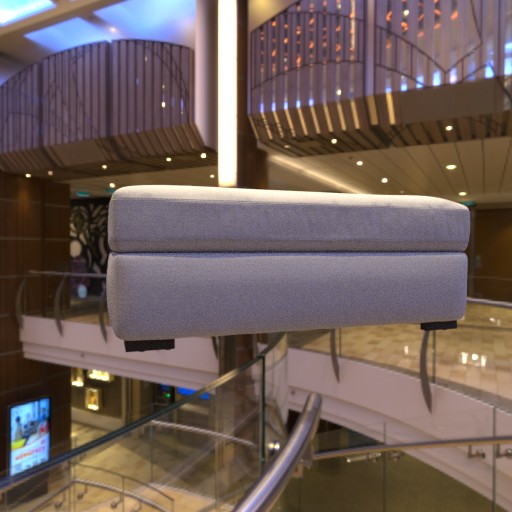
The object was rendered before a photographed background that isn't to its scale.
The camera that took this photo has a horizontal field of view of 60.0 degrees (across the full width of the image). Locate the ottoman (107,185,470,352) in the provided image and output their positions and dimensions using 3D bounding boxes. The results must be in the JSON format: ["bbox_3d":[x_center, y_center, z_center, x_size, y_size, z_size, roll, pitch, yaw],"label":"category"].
[{"bbox_3d":[0.000,0.000,1.818,1.163,0.482,1.167,0,1,-19],"label":"ottoman"}]
